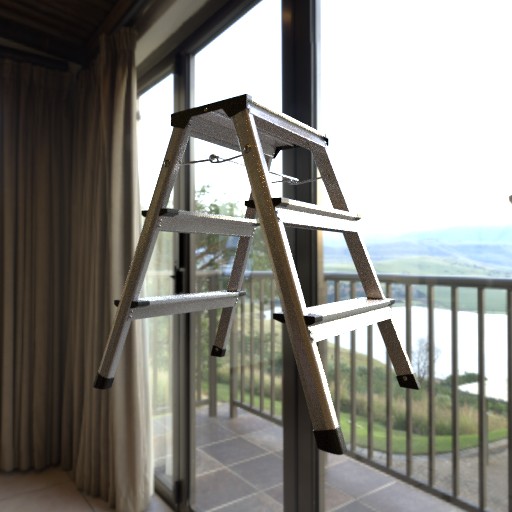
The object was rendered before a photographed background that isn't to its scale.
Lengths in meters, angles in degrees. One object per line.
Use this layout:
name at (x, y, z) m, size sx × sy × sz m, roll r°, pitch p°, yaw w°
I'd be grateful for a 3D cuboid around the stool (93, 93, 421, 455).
stool at (0.000, 0.000, 1.023) m, size 0.622 × 0.605 × 0.437 m, roll 0°, pitch -1°, yaw 35°
